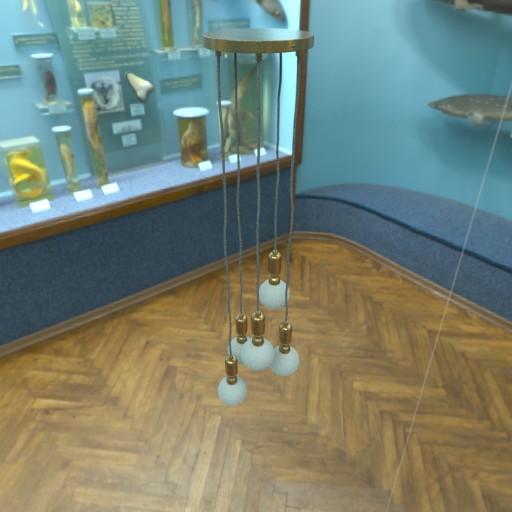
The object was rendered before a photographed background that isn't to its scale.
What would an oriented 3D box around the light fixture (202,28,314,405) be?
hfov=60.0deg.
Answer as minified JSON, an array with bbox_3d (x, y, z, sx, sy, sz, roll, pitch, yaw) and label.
[{"bbox_3d":[0.000,0.000,0.506,0.108,0.457,0.105,-21,38,-30],"label":"light fixture"}]
